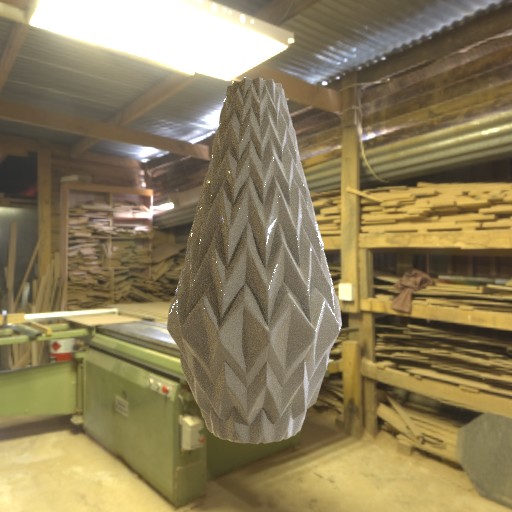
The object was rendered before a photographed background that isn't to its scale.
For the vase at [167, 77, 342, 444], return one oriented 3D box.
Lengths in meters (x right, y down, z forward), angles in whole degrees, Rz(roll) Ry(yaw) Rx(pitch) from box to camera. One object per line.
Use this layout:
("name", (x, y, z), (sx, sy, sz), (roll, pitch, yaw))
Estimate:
("vase", (0.000, 0.000, 0.429), (0.167, 0.328, 0.167), (0, -1, 0))
